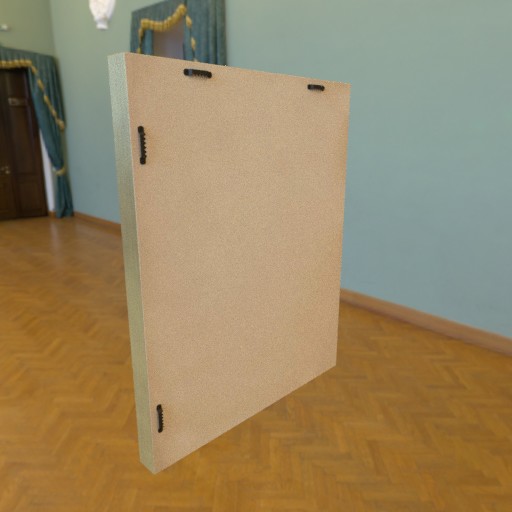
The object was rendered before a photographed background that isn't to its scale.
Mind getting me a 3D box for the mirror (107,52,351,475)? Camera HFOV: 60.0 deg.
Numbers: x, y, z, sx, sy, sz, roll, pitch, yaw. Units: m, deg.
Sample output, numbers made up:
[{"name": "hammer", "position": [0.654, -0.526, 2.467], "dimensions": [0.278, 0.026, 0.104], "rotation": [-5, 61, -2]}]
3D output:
[{"name": "mirror", "position": [0.000, 0.000, 0.660], "dimensions": [0.041, 0.509, 0.406], "rotation": [15, 21, 43]}]
